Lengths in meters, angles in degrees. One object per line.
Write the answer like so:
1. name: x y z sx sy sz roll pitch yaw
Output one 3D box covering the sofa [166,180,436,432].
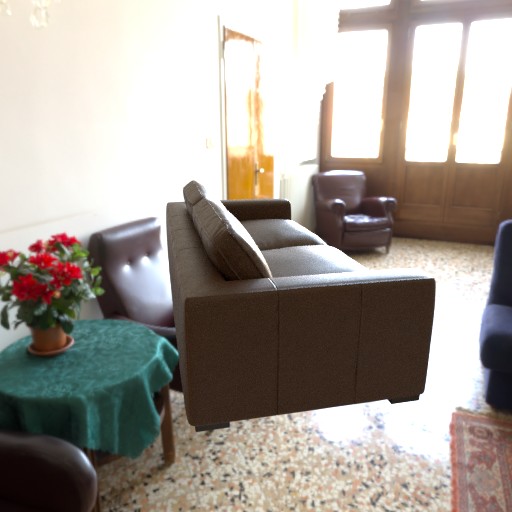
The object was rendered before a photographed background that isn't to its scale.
1. sofa: 0.000 0.000 2.804 1.070 0.801 2.262 -4 16 -12
